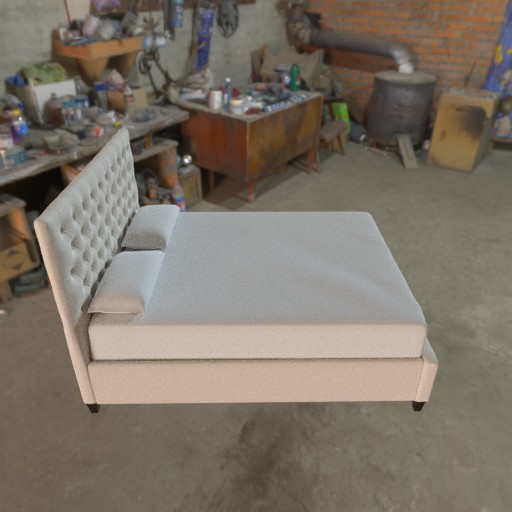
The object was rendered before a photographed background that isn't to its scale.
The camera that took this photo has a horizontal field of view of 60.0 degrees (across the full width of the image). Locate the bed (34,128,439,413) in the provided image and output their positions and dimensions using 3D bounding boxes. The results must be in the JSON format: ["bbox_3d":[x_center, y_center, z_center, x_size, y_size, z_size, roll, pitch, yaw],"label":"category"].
[{"bbox_3d":[0.000,0.000,3.249,2.233,1.426,1.696,0,31,0],"label":"bed"}]
